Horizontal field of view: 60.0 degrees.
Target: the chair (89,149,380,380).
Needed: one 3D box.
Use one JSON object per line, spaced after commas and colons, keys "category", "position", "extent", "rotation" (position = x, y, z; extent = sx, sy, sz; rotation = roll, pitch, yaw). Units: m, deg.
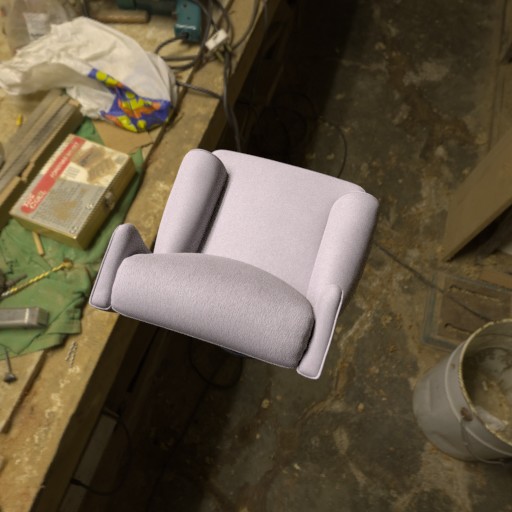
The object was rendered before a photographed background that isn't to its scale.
{"category": "chair", "position": [0.000, 0.000, 1.756], "extent": [0.847, 1.011, 0.969], "rotation": [16, 65, 8]}
